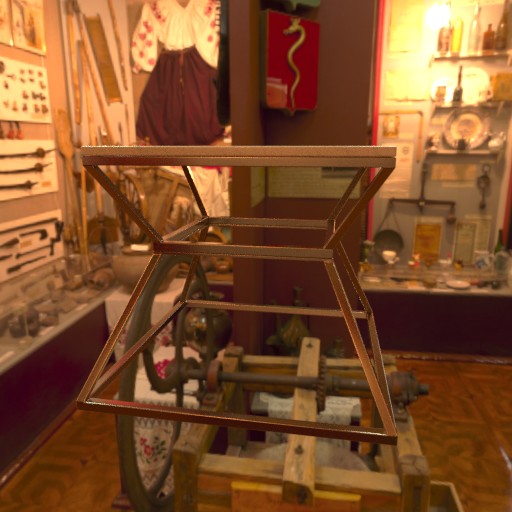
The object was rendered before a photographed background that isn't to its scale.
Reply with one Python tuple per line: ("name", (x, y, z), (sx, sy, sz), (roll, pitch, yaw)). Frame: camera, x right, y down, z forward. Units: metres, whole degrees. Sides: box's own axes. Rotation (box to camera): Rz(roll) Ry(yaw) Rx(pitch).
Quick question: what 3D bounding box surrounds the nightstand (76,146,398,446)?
("nightstand", (0.000, 0.000, 0.887), (0.513, 0.426, 0.514), (2, 14, 10))
